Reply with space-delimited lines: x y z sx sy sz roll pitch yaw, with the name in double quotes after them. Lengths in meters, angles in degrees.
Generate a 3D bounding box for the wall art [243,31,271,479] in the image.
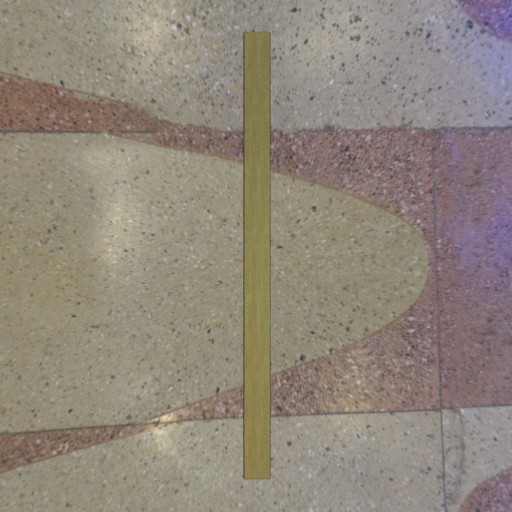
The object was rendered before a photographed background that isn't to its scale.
0.000 0.000 0.750 0.031 0.506 0.503 0 90 0 "wall art"
